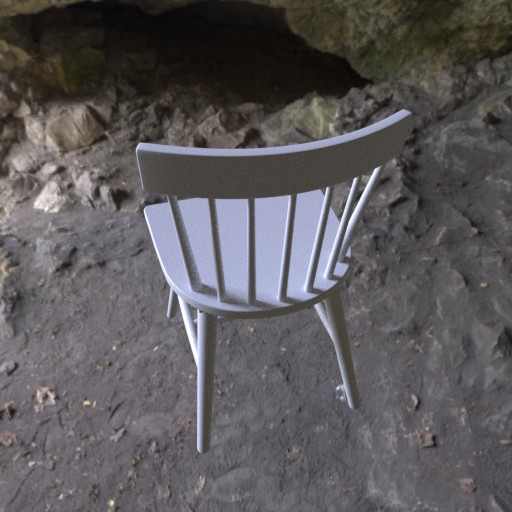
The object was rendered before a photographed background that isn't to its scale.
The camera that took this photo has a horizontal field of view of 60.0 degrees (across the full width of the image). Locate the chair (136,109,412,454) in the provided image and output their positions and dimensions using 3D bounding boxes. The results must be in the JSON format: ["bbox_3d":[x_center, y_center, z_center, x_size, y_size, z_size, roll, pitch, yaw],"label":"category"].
[{"bbox_3d":[0.000,0.000,1.082,0.483,0.787,0.500,-11,41,-13],"label":"chair"}]
